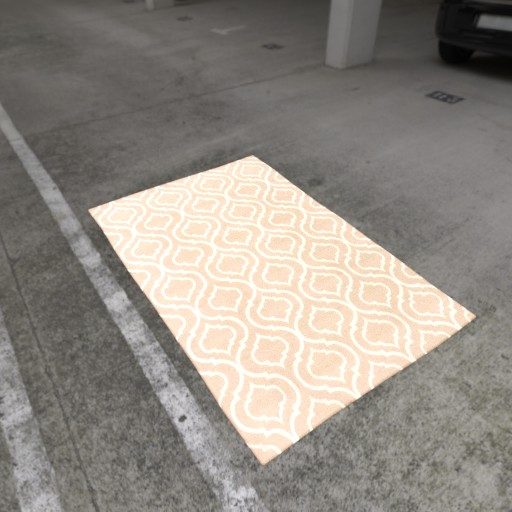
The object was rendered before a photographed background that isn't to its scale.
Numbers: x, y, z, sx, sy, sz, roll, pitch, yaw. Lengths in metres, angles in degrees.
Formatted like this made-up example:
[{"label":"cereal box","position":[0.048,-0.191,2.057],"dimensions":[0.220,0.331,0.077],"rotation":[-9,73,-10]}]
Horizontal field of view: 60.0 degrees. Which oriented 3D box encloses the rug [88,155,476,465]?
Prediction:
[{"label":"rug","position":[0.000,0.000,2.232],"dimensions":[1.152,0.013,1.761],"rotation":[-24,47,-25]}]
